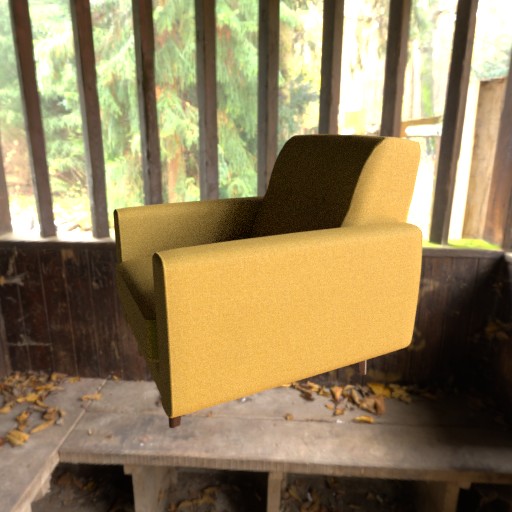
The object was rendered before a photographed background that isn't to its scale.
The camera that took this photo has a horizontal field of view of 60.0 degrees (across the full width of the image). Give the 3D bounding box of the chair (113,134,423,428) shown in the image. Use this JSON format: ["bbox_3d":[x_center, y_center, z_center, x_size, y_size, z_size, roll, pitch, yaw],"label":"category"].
[{"bbox_3d":[0.000,0.000,1.589,0.909,0.841,0.831,-7,17,-24],"label":"chair"}]
